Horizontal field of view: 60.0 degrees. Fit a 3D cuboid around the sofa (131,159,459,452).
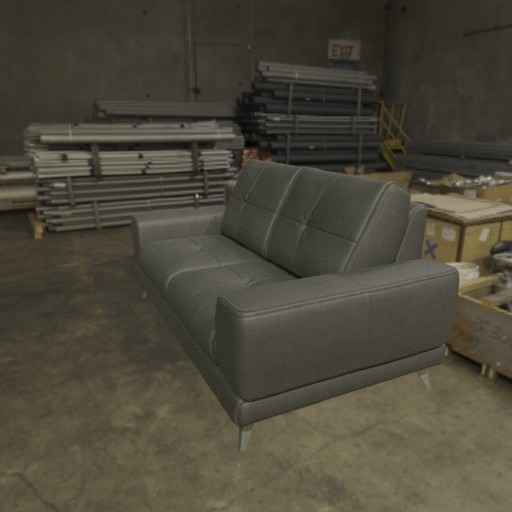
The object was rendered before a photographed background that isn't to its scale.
[{"bbox_3d":[0.000,0.000,2.354,1.018,0.907,1.806,-8,18,-25],"label":"sofa"}]
